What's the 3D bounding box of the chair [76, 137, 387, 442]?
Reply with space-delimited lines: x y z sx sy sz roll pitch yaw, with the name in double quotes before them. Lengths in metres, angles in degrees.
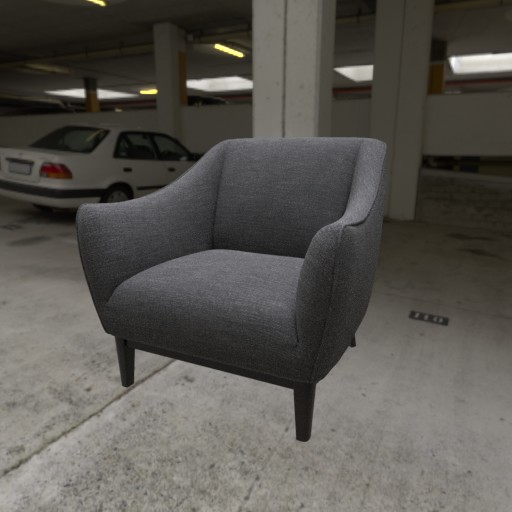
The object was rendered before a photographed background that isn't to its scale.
"chair" 0.000 0.000 1.582 0.870 0.829 0.851 7 15 26
